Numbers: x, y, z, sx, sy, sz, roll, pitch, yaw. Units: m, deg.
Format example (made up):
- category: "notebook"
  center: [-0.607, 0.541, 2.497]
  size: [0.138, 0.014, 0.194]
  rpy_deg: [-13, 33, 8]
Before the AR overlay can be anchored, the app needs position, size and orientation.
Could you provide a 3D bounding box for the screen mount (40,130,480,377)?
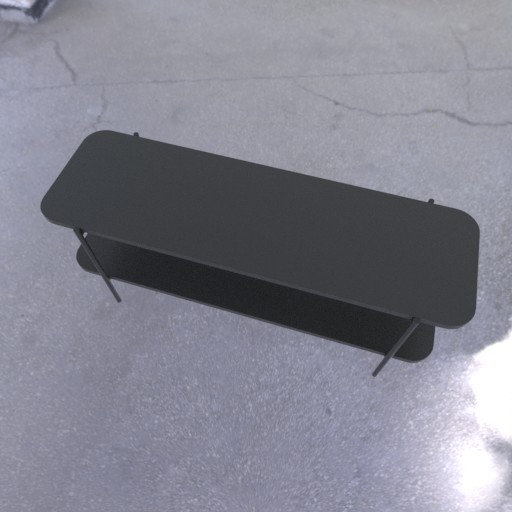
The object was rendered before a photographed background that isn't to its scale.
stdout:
- category: "screen mount"
  center: [0.000, 0.000, 1.426]
  size: [1.200, 0.447, 0.400]
  rpy_deg: [15, 60, 9]
